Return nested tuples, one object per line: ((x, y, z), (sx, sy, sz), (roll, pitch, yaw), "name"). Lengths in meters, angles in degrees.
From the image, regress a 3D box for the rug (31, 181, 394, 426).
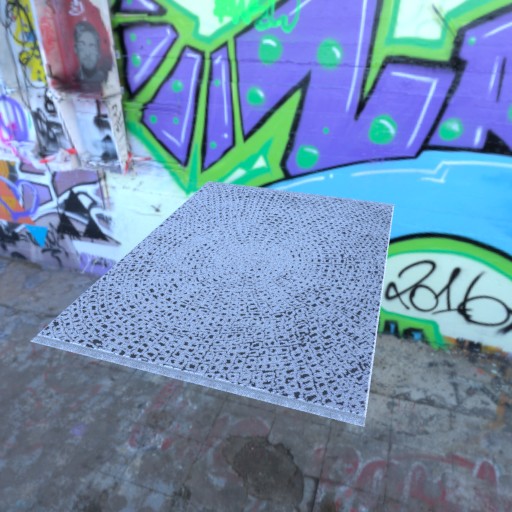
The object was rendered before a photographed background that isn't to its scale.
((0.000, 0.000, 2.113), (1.190, 0.003, 1.634), (9, 32, 15), "rug")
